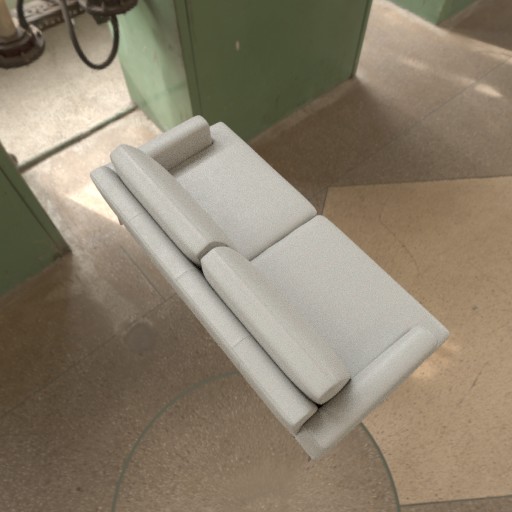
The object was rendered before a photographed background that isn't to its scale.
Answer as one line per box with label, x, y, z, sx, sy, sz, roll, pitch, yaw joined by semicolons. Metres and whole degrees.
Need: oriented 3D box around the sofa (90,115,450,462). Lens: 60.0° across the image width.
sofa;0.000;0.000;2.419;0.974;0.765;1.940;-35;66;-18
